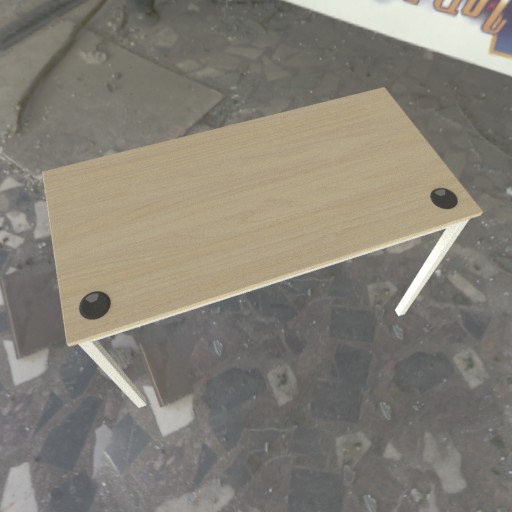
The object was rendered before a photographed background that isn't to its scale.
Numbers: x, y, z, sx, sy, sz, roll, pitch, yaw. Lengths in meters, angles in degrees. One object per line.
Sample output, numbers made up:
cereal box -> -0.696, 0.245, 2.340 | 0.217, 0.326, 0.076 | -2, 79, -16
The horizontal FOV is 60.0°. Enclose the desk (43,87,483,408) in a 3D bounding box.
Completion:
desk -> 0.000, 0.000, 1.656 | 1.200, 0.750, 0.600 | -17, 60, -10
